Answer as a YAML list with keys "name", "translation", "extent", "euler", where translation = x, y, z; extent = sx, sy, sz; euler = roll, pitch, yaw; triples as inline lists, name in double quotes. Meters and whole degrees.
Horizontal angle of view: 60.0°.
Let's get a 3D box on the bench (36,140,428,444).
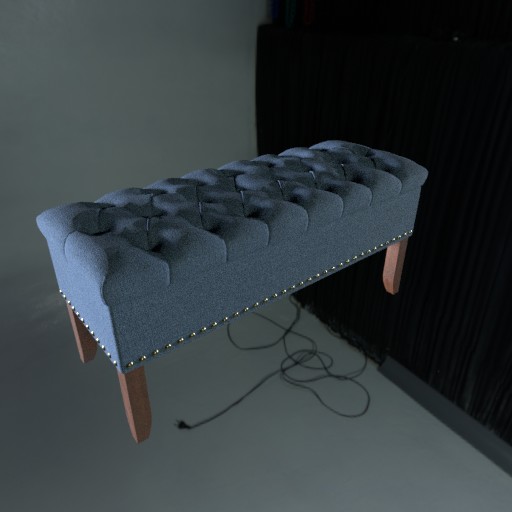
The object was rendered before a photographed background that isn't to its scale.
- name: "bench"
  translation: [0.000, 0.000, 1.323]
  extent: [1.052, 0.492, 0.417]
  euler: [-22, 36, -33]
